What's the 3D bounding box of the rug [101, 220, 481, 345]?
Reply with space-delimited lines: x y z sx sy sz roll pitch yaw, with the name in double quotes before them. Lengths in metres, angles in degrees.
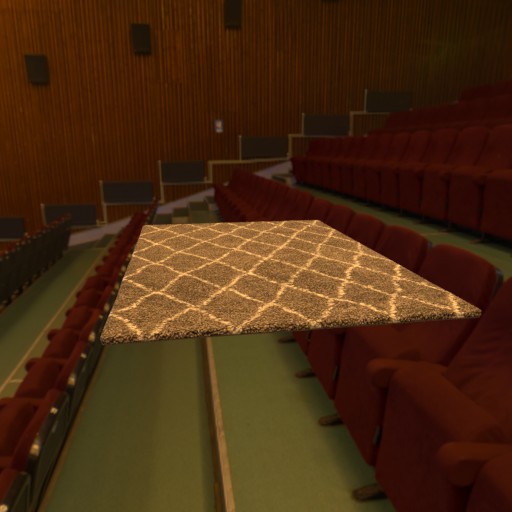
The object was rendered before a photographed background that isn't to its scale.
"rug" 0.000 0.000 2.214 1.219 0.030 1.778 -3 15 -10
